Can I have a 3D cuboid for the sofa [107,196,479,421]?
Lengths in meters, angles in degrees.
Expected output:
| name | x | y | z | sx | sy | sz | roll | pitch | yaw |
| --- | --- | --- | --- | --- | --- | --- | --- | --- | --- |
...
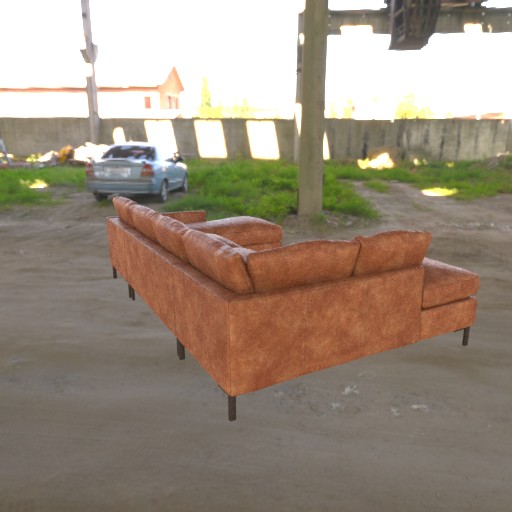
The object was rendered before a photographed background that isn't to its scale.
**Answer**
| name | x | y | z | sx | sy | sz | roll | pitch | yaw |
| --- | --- | --- | --- | --- | --- | --- | --- | --- | --- |
| sofa | 0.000 | 0.000 | 3.857 | 1.939 | 0.900 | 2.956 | -8 | 16 | -28 |
